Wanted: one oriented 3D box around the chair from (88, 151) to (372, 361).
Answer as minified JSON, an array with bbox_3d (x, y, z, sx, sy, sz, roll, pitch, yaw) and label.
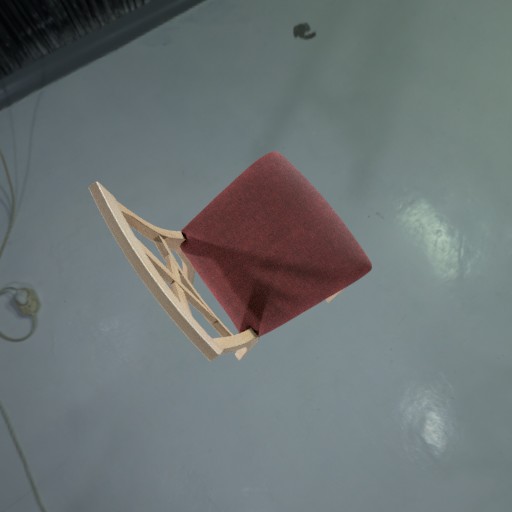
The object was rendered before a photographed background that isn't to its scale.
[{"bbox_3d":[0.000,0.000,1.210,0.492,0.912,0.439,-36,78,-9],"label":"chair"}]
